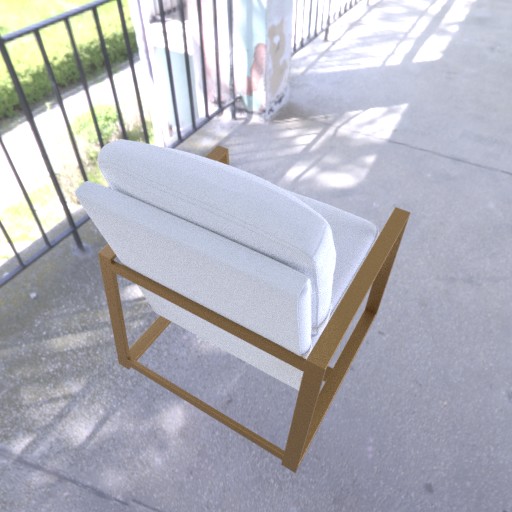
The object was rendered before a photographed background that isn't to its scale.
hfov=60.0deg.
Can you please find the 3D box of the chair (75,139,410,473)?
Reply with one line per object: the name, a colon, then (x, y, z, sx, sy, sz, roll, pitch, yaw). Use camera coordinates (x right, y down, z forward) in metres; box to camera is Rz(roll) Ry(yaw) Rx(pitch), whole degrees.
chair: (0.000, 0.000, 1.530, 0.805, 0.966, 0.813, 24, 51, 21)
